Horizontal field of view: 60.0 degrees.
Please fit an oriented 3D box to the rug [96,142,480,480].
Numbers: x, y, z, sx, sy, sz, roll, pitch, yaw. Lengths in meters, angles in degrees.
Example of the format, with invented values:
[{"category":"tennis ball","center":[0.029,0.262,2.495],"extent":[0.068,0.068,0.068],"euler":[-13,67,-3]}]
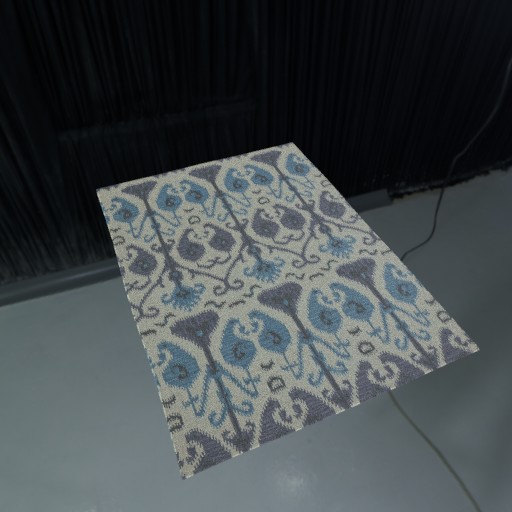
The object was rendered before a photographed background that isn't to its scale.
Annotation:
[{"category":"rug","center":[0.000,0.000,2.884],"extent":[1.676,0.013,2.261],"euler":[-17,48,-16]}]
